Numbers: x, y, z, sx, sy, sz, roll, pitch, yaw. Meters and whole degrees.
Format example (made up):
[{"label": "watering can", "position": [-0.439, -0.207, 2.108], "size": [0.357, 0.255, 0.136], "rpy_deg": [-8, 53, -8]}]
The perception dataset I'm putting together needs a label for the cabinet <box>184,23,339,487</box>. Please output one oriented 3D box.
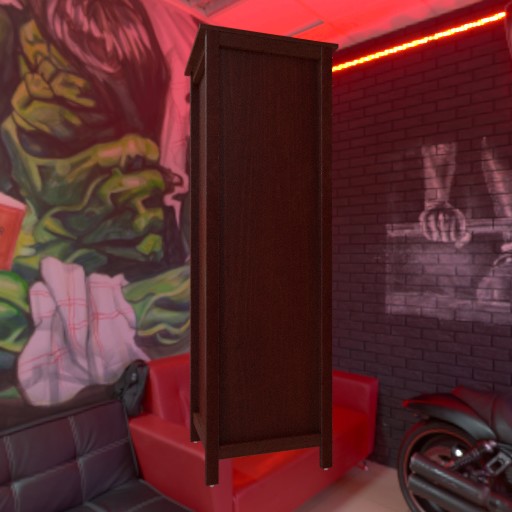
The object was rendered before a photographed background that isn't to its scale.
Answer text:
[{"label": "cabinet", "position": [0.000, 0.000, 1.706], "size": [0.500, 1.518, 0.401], "rpy_deg": [0, 0, -16]}]
